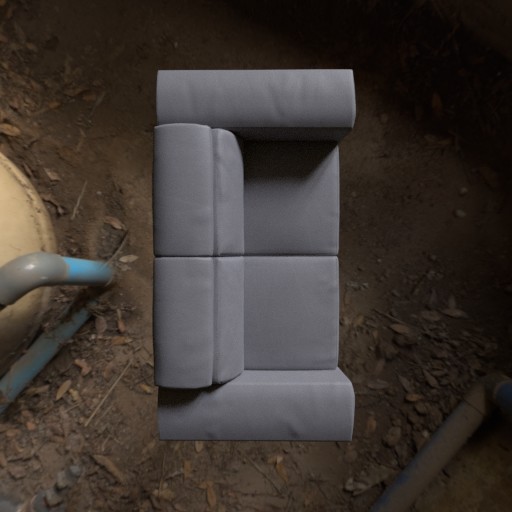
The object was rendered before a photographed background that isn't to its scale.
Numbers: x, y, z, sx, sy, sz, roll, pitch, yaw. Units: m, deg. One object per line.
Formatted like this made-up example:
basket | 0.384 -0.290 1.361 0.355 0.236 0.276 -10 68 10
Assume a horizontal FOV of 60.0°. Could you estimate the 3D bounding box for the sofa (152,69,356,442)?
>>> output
sofa | 0.000 0.000 2.455 1.003 0.779 1.895 0 91 1
